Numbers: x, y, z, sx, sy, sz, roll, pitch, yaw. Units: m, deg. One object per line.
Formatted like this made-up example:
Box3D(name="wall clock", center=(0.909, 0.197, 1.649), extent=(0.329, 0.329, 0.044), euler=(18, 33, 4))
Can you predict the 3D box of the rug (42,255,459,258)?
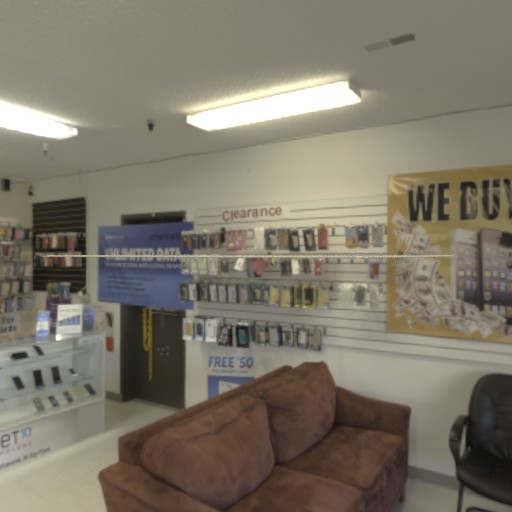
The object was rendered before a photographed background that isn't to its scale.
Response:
Box3D(name="rug", center=(0.000, 0.000, 3.876), extent=(2.910, 0.013, 2.256), euler=(0, 0, 35))
